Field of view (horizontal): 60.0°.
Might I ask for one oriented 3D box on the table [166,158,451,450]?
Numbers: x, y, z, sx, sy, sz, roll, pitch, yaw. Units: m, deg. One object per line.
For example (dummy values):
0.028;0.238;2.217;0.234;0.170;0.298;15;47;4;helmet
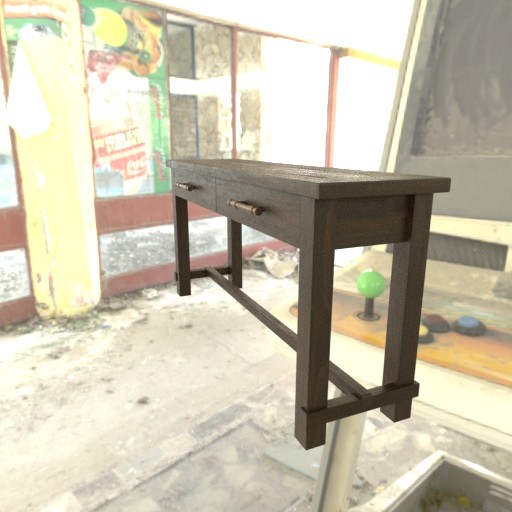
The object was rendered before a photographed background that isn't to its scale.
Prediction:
0.000;0.000;1.902;0.442;0.762;1.599;-6;16;-23;table
